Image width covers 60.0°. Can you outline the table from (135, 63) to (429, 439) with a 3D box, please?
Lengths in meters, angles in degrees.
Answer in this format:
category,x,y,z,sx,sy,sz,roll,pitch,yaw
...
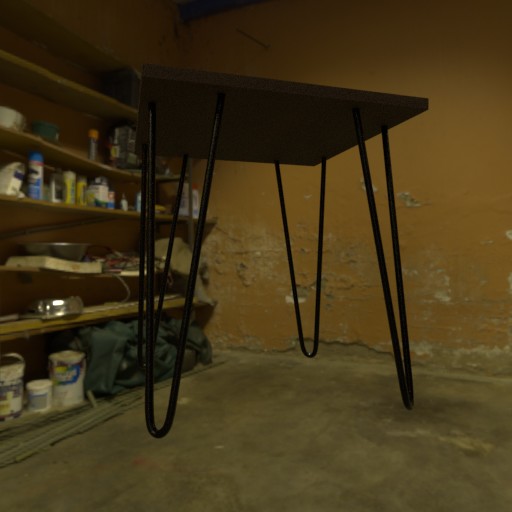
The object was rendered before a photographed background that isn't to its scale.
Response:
category,x,y,z,sx,sy,sz,roll,pitch,yaw
table,0.000,0.000,0.954,0.495,0.559,0.495,0,-1,-17
